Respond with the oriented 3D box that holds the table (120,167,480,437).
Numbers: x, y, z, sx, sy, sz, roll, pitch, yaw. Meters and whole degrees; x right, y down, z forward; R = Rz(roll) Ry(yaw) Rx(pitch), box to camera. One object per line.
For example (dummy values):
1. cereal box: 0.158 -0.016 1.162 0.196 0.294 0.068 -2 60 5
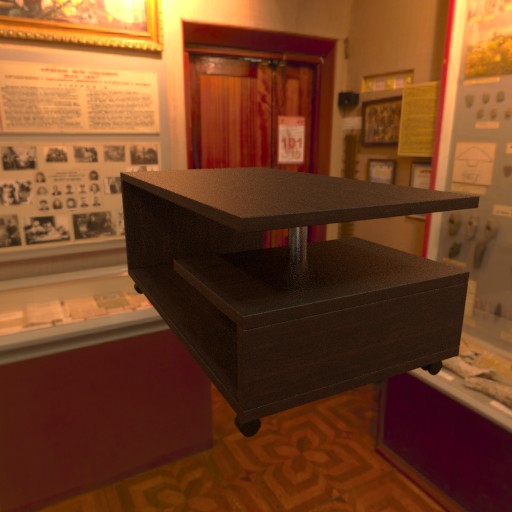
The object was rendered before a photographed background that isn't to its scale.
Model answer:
1. table: 0.000 0.000 1.374 0.590 0.460 1.050 -8 17 -26
